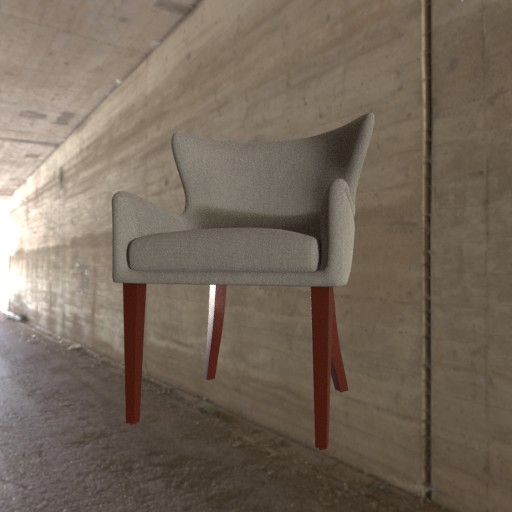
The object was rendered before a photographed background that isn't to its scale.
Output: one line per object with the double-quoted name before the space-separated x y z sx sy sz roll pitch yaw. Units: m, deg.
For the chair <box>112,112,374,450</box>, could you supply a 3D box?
"chair" 0.000 0.000 1.435 0.732 0.948 0.677 0 -1 18
